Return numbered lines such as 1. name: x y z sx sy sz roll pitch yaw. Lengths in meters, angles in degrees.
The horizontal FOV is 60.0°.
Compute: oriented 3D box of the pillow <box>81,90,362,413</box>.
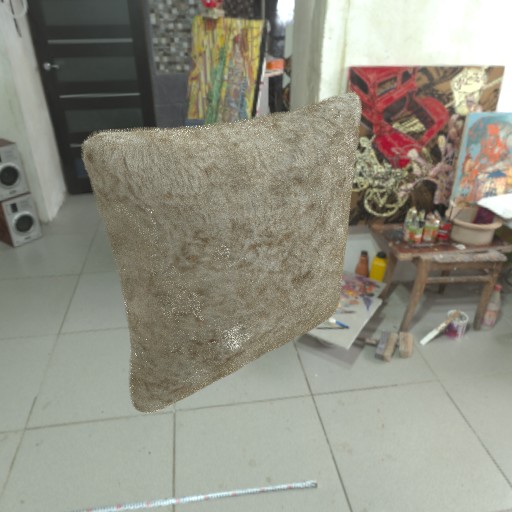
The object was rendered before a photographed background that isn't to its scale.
1. pillow: 0.000 0.000 0.814 0.538 0.525 0.216 -21 36 -32
